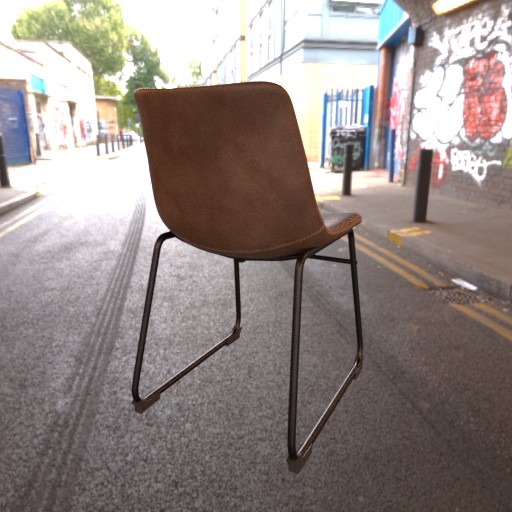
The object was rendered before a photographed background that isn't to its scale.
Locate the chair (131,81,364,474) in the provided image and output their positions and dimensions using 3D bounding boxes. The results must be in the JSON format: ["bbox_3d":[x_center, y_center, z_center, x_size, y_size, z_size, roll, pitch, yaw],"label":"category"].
[{"bbox_3d":[0.000,0.000,1.132,0.460,0.780,0.551,8,18,27],"label":"chair"}]
